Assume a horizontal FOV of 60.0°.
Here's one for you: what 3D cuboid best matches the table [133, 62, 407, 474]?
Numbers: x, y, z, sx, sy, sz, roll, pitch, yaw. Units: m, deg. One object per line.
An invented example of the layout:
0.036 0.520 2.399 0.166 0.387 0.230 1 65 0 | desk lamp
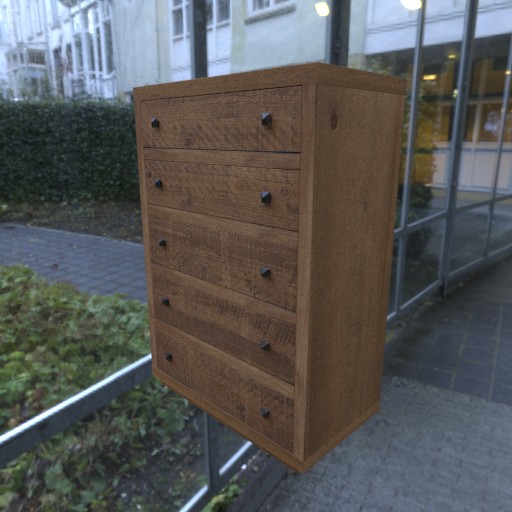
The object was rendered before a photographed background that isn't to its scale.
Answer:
0.000 0.000 1.771 0.901 1.294 0.524 14 21 43 | table
